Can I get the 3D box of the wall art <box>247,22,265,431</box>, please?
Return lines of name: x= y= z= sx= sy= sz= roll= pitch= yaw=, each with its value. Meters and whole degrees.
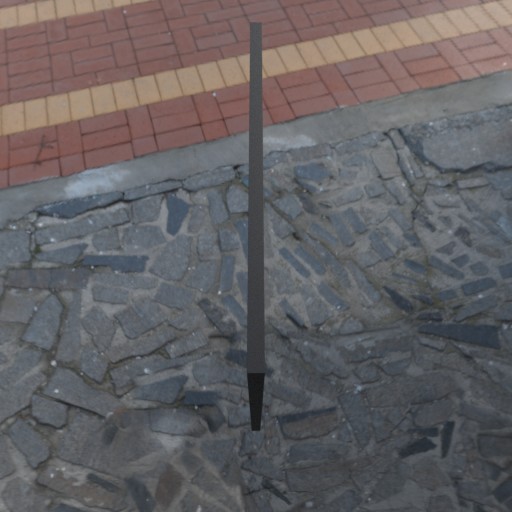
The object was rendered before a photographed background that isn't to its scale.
wall art: x=0.000 y=0.000 z=0.533 sx=0.012 sy=0.357 sz=0.358 roll=0 pitch=63 yaw=0
